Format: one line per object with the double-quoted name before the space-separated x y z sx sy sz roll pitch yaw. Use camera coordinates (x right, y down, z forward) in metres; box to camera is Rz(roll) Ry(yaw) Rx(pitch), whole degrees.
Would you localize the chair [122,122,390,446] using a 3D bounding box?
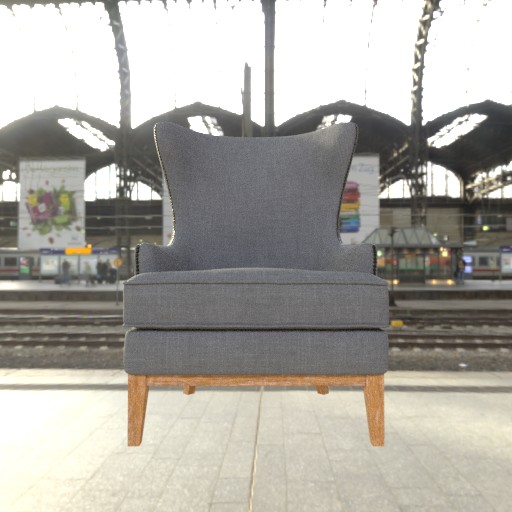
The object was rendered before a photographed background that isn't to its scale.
"chair" 0.000 0.000 1.766 0.864 1.176 0.883 0 -1 0
